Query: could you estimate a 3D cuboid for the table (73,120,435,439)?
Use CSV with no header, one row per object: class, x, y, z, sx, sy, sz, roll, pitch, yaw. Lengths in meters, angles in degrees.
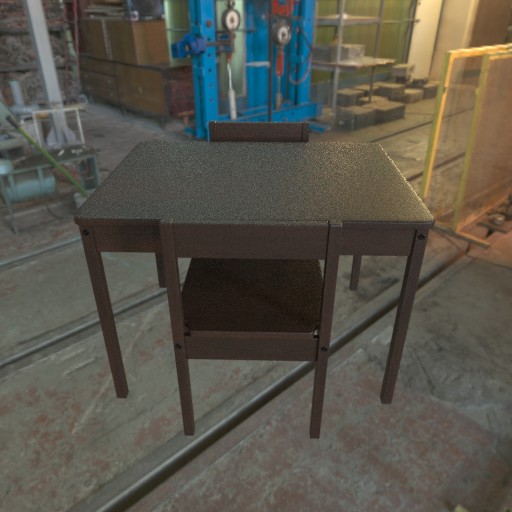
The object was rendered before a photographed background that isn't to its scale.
table,0.000,0.000,1.100,0.650,0.503,0.672,1,30,1
